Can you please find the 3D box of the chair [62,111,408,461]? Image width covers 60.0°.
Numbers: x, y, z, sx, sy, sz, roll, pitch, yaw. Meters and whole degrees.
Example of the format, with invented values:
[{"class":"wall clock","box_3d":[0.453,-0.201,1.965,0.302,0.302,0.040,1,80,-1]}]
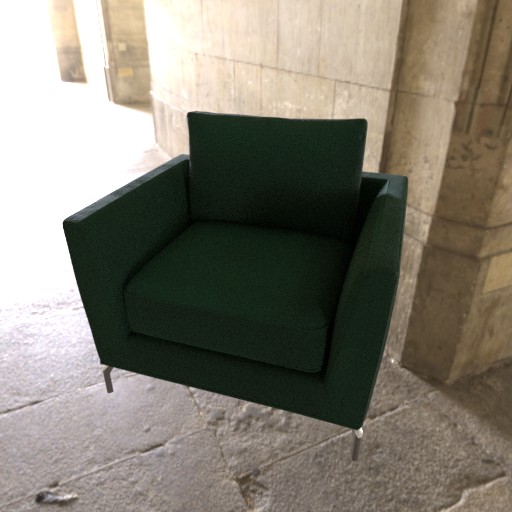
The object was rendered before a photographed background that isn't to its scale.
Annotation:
[{"class":"chair","box_3d":[0.000,0.000,1.727,1.047,0.997,0.852,9,29,16]}]
